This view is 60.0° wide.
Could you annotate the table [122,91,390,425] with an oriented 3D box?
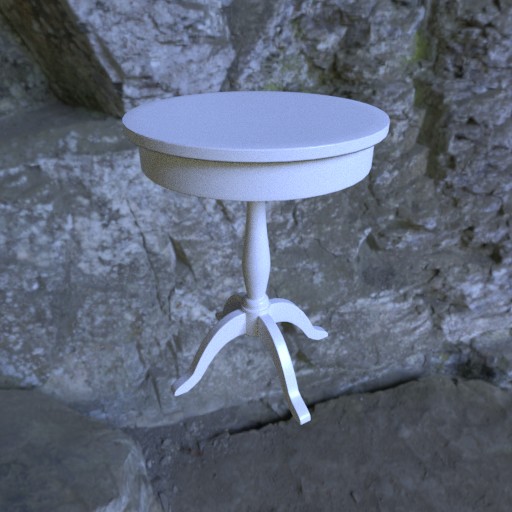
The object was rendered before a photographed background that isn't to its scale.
[{"bbox_3d":[0.000,0.000,1.037,0.513,0.653,0.513,0,29,0],"label":"table"}]
